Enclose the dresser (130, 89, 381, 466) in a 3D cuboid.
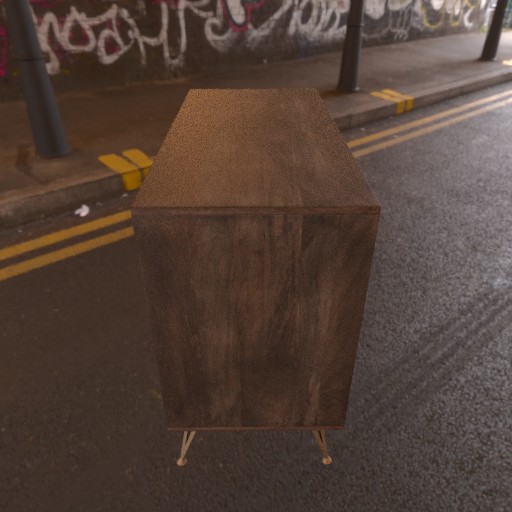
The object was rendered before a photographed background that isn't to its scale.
[{"bbox_3d":[0.000,0.000,1.387,0.453,0.801,0.923,0,33,0],"label":"dresser"}]
